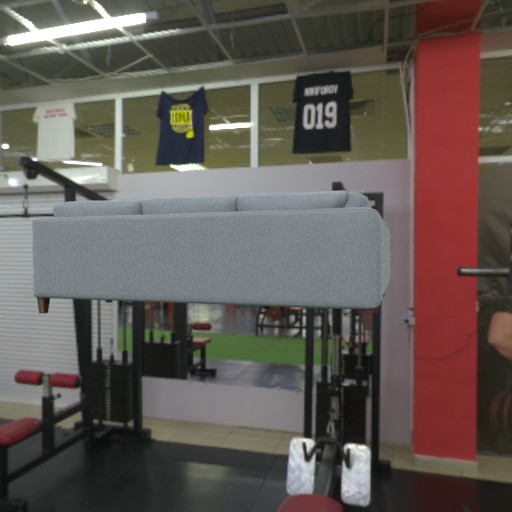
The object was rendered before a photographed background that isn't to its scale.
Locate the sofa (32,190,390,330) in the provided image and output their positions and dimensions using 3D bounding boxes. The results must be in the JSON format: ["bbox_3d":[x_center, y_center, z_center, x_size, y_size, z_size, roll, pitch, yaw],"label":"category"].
[{"bbox_3d":[0.000,0.000,4.452,2.551,0.853,3.238,0,0,18],"label":"sofa"}]
